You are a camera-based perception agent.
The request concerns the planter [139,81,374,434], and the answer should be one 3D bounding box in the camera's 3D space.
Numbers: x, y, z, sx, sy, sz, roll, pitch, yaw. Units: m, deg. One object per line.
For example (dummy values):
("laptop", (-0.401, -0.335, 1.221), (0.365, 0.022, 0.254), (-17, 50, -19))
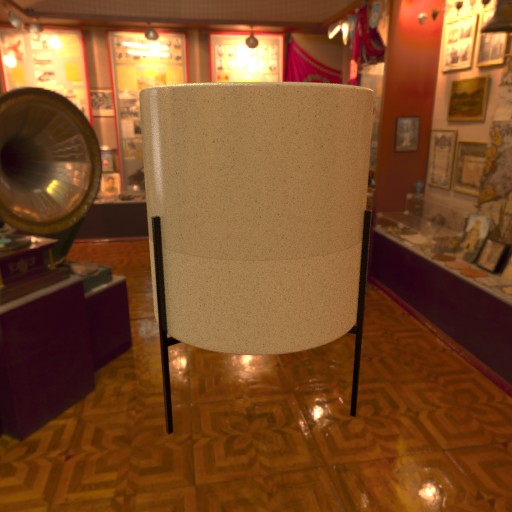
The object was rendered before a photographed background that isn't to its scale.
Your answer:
("planter", (0.000, 0.000, 0.681), (0.314, 0.475, 0.323), (-2, 17, -8))
